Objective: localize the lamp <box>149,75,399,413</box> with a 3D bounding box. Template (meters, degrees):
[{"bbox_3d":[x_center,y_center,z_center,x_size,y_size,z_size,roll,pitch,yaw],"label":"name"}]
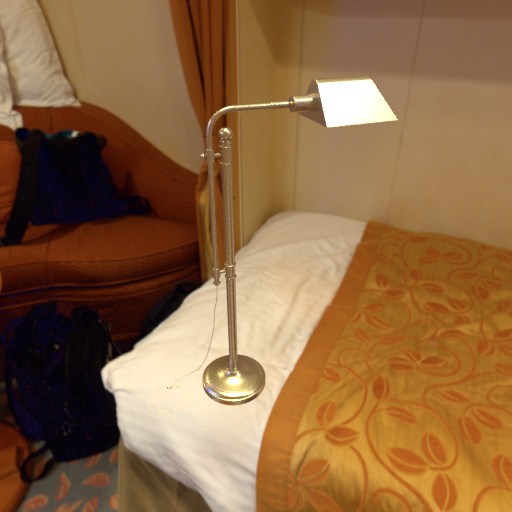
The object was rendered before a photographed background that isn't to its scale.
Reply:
[{"bbox_3d":[0.000,0.000,0.961,0.546,0.708,0.159,-11,32,-17],"label":"lamp"}]
